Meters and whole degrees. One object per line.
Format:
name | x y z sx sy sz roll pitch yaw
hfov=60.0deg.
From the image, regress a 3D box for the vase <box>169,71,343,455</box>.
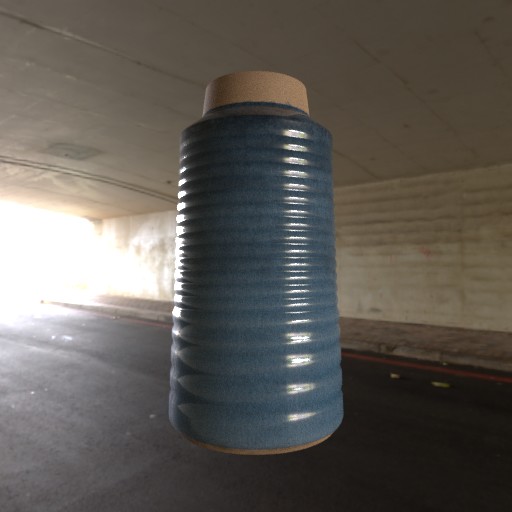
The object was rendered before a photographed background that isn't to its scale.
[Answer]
vase | 0.000 0.000 0.424 0.163 0.316 0.163 0 -1 0
